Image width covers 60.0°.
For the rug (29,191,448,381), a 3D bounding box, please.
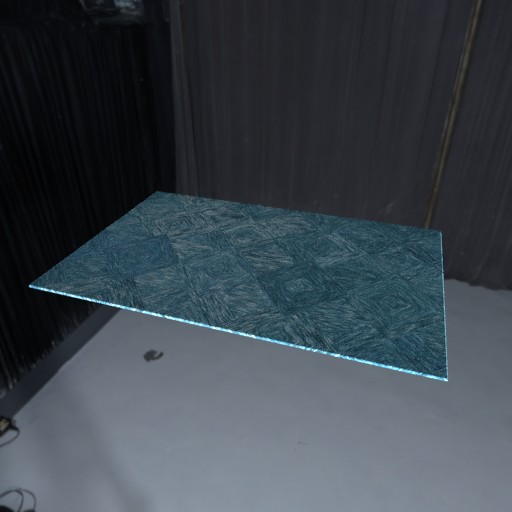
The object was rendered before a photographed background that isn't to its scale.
[{"bbox_3d":[0.000,0.000,2.861,2.277,0.015,1.490,10,32,16],"label":"rug"}]
